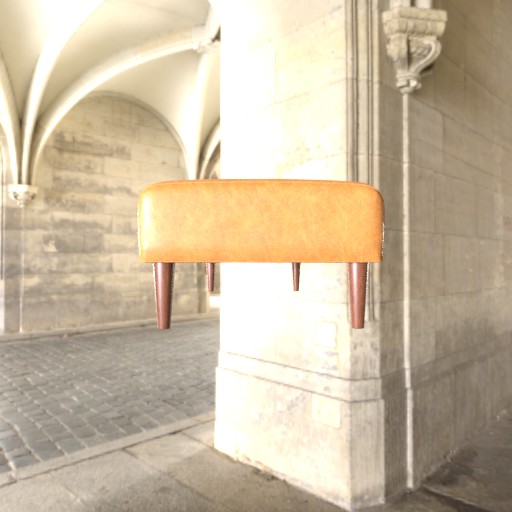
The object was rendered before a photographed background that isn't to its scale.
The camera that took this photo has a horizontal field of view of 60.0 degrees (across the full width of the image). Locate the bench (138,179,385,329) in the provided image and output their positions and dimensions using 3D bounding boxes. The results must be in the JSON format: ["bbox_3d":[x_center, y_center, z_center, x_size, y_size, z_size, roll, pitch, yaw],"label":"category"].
[{"bbox_3d":[0.000,0.000,1.905,0.653,0.399,1.610,0,-1,-1],"label":"bench"}]
